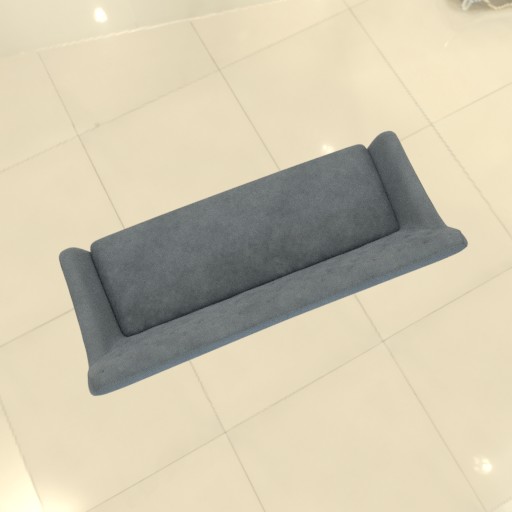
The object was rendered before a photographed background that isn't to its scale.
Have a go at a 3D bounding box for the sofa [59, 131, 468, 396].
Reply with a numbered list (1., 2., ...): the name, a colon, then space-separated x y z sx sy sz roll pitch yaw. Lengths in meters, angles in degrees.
1. sofa: 0.000 0.000 2.477 1.975 0.832 0.841 -21 77 -5
